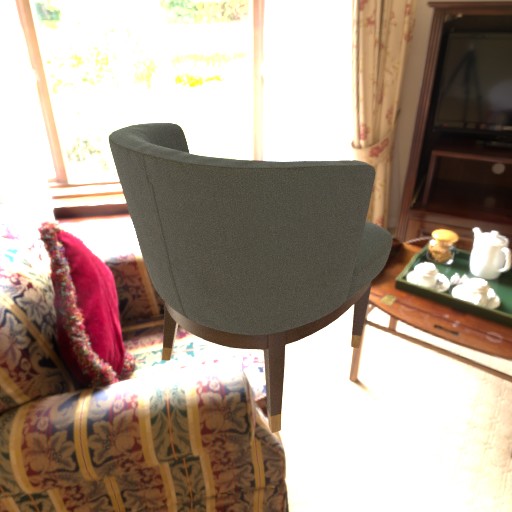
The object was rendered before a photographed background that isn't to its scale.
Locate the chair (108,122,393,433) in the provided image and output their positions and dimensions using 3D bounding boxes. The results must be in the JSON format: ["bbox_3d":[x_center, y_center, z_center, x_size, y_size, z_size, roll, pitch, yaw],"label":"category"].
[{"bbox_3d":[0.000,0.000,1.286,0.661,0.760,0.702,21,35,34],"label":"chair"}]
